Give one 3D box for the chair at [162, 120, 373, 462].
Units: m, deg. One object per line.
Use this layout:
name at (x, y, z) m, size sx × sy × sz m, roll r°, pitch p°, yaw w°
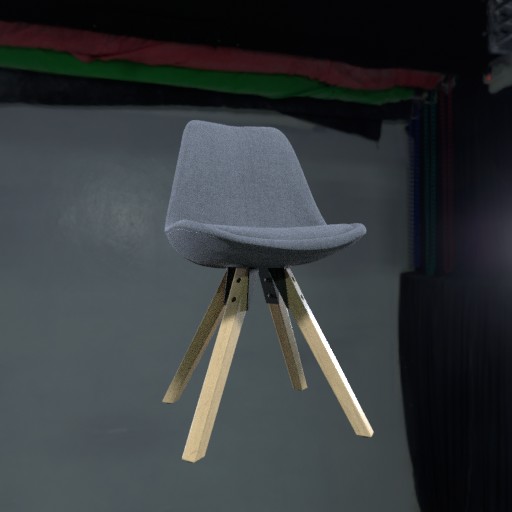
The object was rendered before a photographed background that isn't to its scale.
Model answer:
chair at (0.000, 0.000, 1.193) m, size 0.485 × 0.850 × 0.550 m, roll 0°, pitch 0°, yaw -18°
